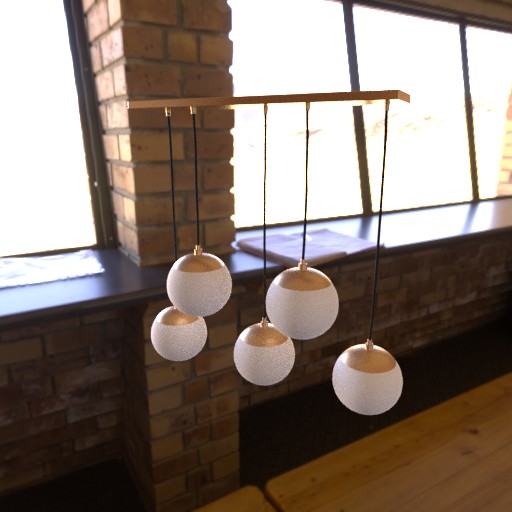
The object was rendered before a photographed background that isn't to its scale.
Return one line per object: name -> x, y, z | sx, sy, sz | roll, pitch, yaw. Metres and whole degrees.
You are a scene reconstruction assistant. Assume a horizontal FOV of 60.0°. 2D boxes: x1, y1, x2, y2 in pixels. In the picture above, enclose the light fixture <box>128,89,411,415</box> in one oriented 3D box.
light fixture -> 0.000, 0.000, 1.293 | 0.863, 0.869, 0.299 | 8, 17, 26
